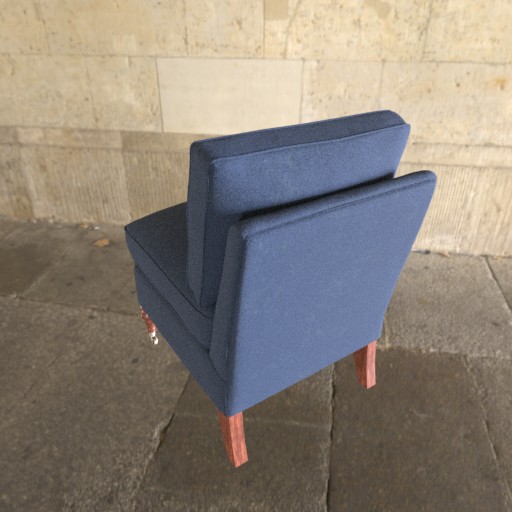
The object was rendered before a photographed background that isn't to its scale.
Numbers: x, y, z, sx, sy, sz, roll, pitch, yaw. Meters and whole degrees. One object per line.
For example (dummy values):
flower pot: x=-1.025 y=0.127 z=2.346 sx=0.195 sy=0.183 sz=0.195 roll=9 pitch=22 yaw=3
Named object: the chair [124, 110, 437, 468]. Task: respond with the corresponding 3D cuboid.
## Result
chair: x=0.000 y=0.000 z=1.632 sx=0.724 sy=1.052 sz=0.912 roll=-18 pitch=34 yaw=-29
